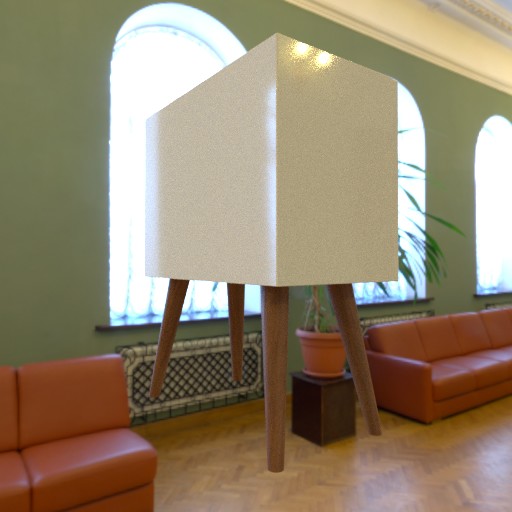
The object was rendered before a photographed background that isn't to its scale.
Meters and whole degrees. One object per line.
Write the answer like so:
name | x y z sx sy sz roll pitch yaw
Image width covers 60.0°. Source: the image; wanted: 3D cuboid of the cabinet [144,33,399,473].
cabinet | 0.000 0.000 1.107 0.344 0.772 0.591 0 -1 -36
